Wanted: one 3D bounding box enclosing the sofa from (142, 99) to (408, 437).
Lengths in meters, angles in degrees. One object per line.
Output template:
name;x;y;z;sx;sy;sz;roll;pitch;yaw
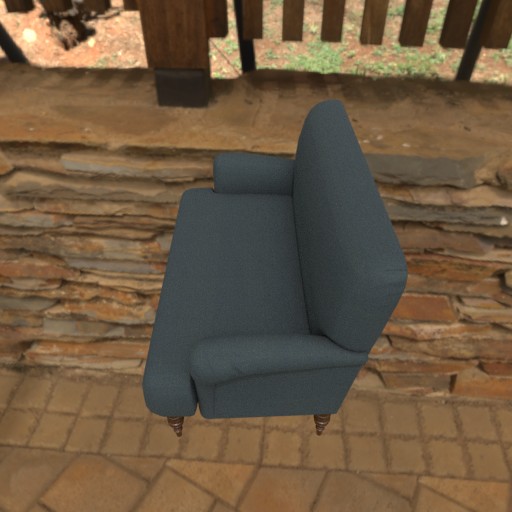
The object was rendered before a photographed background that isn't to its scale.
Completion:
sofa;0.000;0.000;1.832;0.779;0.889;1.297;0;41;0
